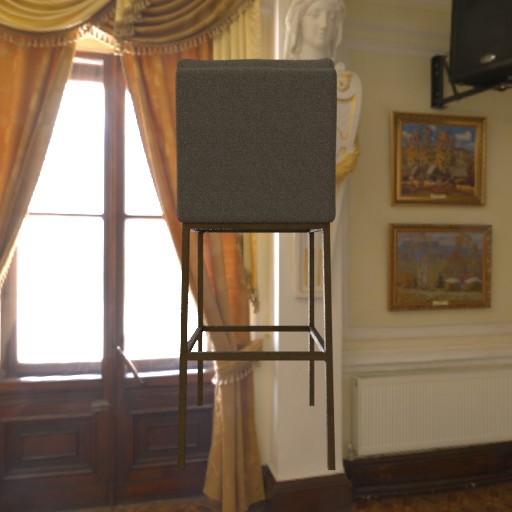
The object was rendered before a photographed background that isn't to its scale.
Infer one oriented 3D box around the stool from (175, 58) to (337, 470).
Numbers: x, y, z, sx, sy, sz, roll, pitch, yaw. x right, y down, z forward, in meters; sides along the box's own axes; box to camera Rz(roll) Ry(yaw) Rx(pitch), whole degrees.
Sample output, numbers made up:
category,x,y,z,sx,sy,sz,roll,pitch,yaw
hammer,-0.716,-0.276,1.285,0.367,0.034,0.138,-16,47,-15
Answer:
category,x,y,z,sx,sy,sz,roll,pitch,yaw
stool,0.000,0.000,1.438,0.463,1.132,0.569,0,-1,0
